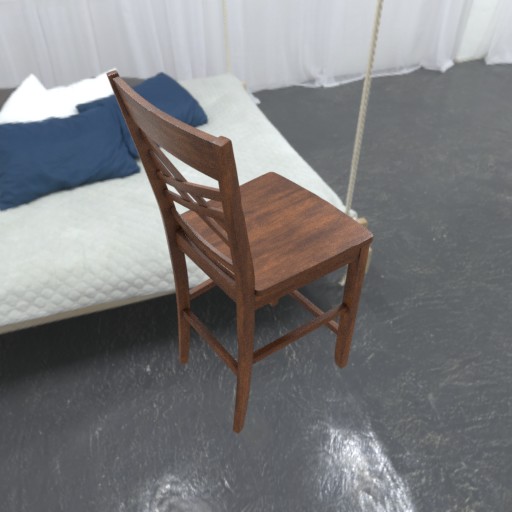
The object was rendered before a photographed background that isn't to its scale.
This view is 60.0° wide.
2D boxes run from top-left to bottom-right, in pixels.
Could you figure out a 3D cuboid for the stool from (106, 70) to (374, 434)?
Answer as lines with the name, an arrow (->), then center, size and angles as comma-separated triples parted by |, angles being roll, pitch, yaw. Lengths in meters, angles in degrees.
stool -> 0.000, 0.000, 1.348 | 0.539, 1.079, 0.462 | -27, 48, -28
